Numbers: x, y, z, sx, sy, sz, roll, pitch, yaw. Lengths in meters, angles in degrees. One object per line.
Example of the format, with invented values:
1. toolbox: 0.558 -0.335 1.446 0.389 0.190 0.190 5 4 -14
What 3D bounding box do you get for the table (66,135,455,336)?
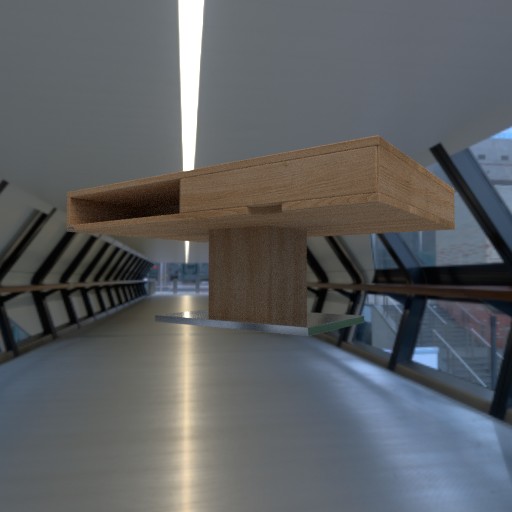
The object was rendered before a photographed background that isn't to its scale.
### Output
1. table: 0.000 0.000 1.482 1.100 0.440 0.700 -1 -3 35
